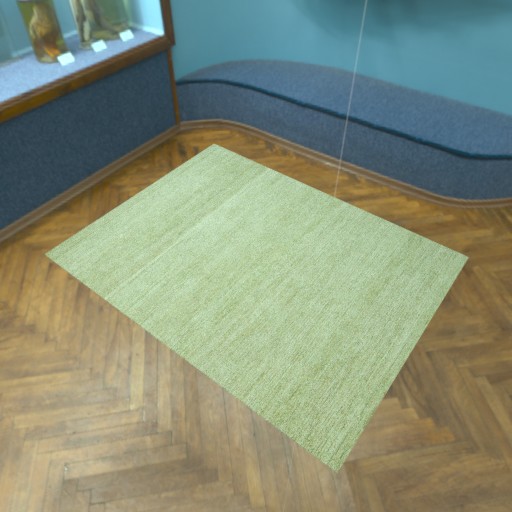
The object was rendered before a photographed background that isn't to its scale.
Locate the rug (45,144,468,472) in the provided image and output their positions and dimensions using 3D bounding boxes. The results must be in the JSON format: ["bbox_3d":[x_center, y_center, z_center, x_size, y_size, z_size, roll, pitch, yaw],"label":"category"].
[{"bbox_3d":[0.000,0.000,4.195,3.198,0.016,2.425,29,53,25],"label":"rug"}]
